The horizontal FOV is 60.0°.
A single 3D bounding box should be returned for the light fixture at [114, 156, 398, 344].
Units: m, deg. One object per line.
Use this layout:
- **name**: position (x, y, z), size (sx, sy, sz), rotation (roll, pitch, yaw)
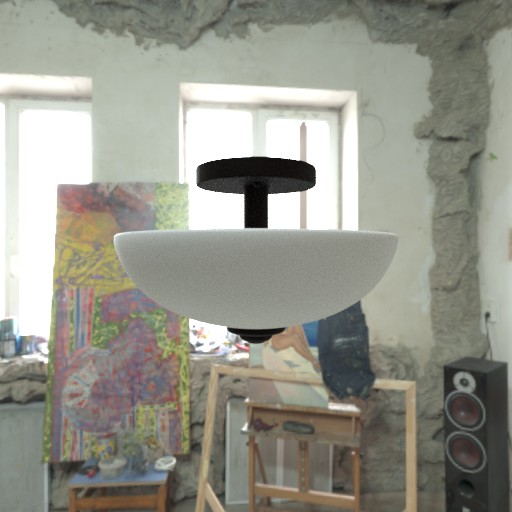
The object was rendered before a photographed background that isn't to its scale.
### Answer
- **light fixture**: position (0.000, 0.000, 0.541), size (0.331, 0.212, 0.331), rotation (0, 0, 0)
